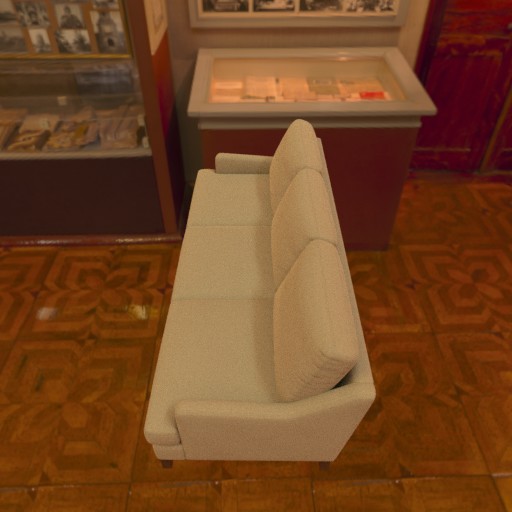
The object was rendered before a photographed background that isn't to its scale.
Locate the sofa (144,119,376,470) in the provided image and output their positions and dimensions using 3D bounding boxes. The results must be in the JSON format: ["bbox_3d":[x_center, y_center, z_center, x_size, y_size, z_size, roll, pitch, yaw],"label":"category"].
[{"bbox_3d":[0.000,0.000,2.810,1.000,0.913,2.321,0,41,0],"label":"sofa"}]
